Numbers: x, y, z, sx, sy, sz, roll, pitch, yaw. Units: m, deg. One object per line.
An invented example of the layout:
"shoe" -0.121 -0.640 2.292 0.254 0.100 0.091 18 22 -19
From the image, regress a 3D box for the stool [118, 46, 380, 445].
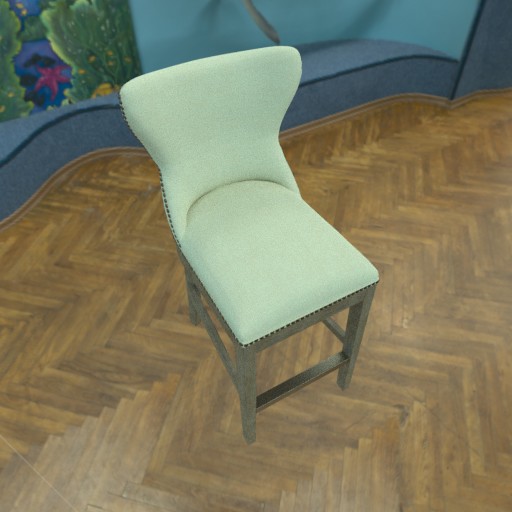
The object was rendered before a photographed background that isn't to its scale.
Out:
"stool" 0.000 0.000 1.308 0.498 0.981 0.608 -22 50 -20
